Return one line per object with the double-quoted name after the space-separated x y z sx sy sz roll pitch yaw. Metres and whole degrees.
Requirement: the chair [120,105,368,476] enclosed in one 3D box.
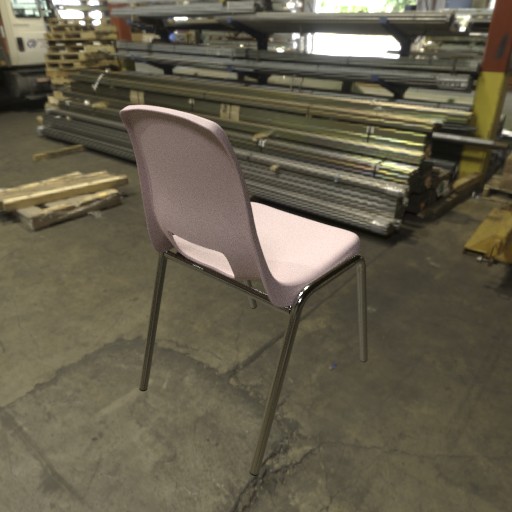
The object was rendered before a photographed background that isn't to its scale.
0.000 0.000 0.923 0.381 0.653 0.436 22 35 34 "chair"
